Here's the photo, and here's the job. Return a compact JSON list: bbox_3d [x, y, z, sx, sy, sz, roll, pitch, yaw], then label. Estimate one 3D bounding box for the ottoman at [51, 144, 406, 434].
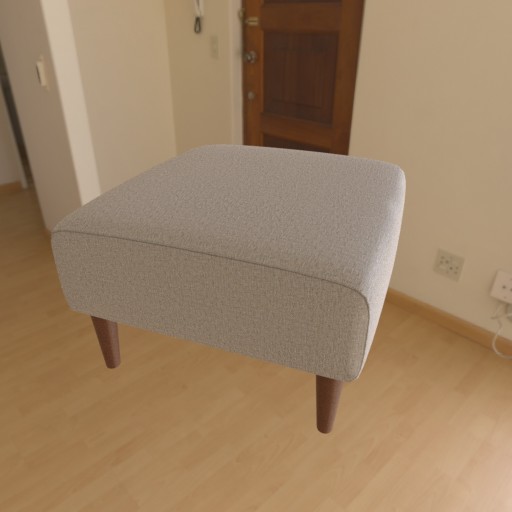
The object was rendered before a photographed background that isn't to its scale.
[{"bbox_3d":[0.000,0.000,1.094,0.648,0.399,0.655,10,30,18],"label":"ottoman"}]
